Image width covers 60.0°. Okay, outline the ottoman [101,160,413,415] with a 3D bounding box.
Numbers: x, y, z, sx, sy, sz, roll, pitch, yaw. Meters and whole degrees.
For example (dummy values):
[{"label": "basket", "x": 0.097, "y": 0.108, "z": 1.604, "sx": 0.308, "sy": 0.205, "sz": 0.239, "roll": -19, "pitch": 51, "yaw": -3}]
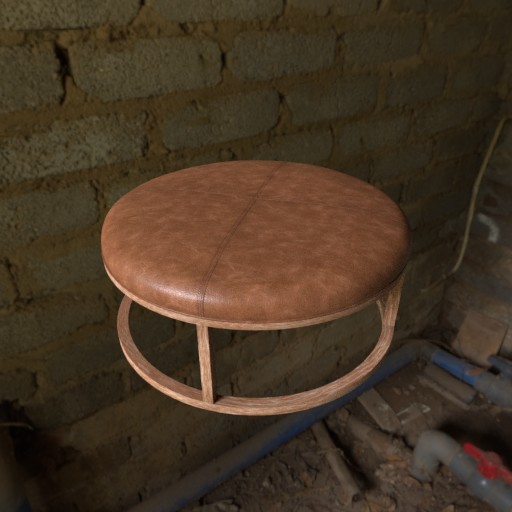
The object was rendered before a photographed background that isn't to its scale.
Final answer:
[{"label": "ottoman", "x": 0.000, "y": 0.000, "z": 1.552, "sx": 1.006, "sy": 0.445, "sz": 1.006, "roll": 0, "pitch": 31, "yaw": 0}]
